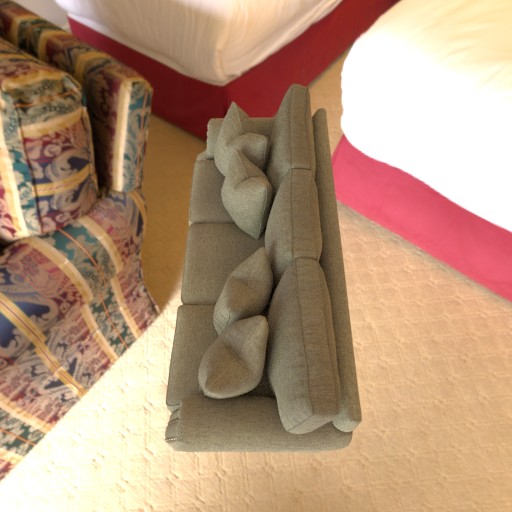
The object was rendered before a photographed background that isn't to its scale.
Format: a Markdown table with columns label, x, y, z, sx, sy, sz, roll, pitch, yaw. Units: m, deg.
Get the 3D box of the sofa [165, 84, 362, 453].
| label | x | y | z | sx | sy | sz | roll | pitch | yaw |
| --- | --- | --- | --- | --- | --- | --- | --- | --- | --- |
| sofa | 0.000 | 0.000 | 2.784 | 0.965 | 0.975 | 2.312 | 0 | 57 | 0 |
